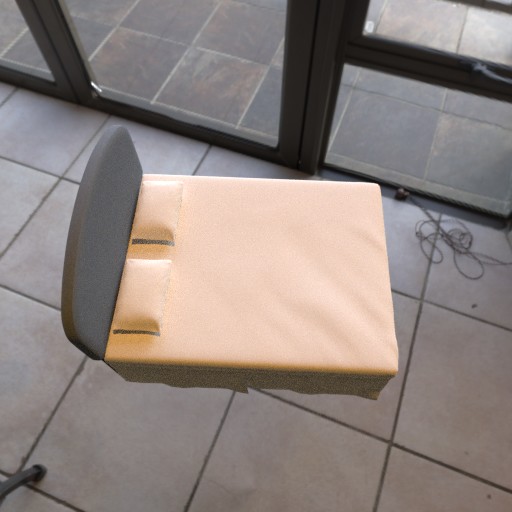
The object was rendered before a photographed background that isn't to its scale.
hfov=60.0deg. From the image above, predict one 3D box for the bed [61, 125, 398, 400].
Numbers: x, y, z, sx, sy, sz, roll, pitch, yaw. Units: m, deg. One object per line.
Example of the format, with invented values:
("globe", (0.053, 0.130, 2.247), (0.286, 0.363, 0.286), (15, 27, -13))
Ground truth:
("bed", (0.000, 0.000, 3.074), (2.005, 1.410, 1.607), (3, 62, 1))
